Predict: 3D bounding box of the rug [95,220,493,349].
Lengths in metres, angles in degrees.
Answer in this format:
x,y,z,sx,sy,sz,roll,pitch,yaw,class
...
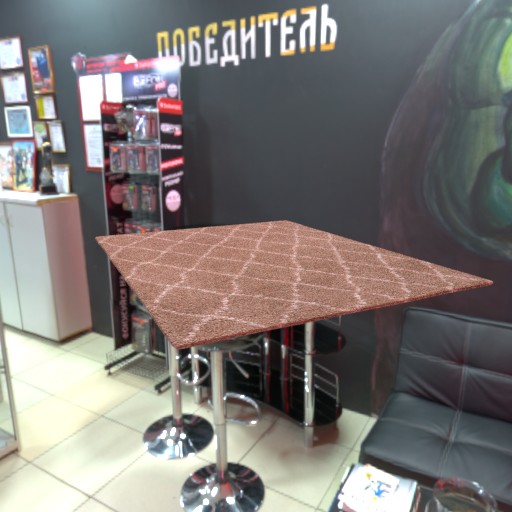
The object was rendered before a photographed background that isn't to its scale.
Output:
x,y,z,sx,sy,sz,roll,pitch,yaw,class
0.000,0.000,4.077,2.438,0.029,3.047,-7,16,-26,rug
